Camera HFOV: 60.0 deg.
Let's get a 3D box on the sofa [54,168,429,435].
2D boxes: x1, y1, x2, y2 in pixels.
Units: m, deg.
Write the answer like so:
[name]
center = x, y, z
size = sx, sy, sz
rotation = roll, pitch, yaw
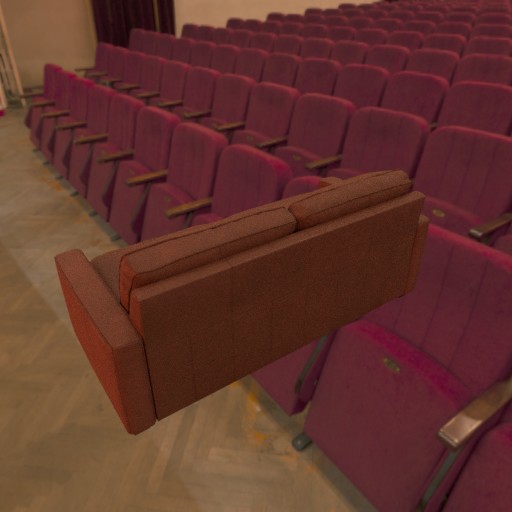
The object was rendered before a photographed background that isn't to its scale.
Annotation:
[sofa]
center = 0.000, 0.000, 2.646
size = 2.080, 0.919, 0.940
rotation = -20, 36, -29
